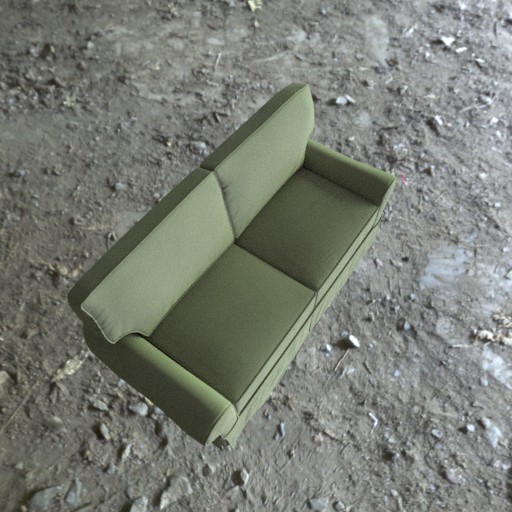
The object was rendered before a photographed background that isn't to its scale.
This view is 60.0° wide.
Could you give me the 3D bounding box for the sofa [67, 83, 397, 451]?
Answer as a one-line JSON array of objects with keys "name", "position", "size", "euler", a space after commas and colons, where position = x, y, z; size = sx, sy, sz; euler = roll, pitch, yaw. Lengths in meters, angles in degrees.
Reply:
[{"name": "sofa", "position": [0.000, 0.000, 2.394], "size": [0.841, 1.024, 1.823], "euler": [31, 62, 18]}]
